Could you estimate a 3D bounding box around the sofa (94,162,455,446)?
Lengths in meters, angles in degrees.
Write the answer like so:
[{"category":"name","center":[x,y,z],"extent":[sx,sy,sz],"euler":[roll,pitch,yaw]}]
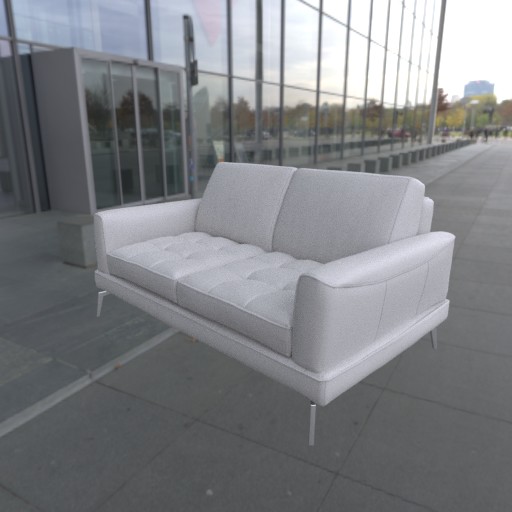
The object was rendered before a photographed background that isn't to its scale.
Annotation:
[{"category":"sofa","center":[0.000,0.000,2.465],"extent":[1.121,0.930,1.819],"euler":[-15,22,-43]}]
